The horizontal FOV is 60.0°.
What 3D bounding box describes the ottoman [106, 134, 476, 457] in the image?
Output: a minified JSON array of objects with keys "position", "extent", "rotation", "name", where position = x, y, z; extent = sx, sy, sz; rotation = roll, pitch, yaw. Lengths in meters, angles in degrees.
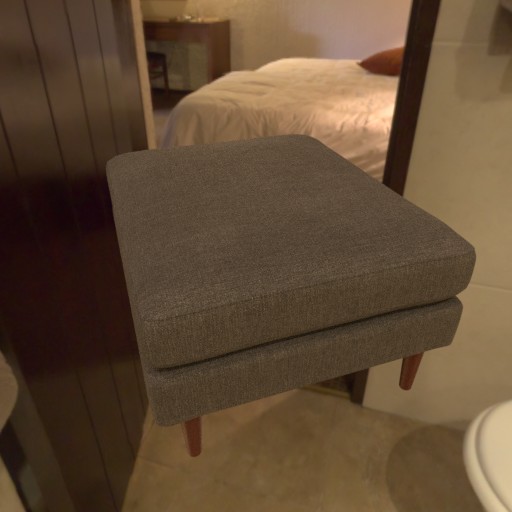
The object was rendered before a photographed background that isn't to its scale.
[{"position":[0.000,0.000,1.209],"extent":[0.693,0.474,0.821],"rotation":[-11,33,-17],"name":"ottoman"}]
